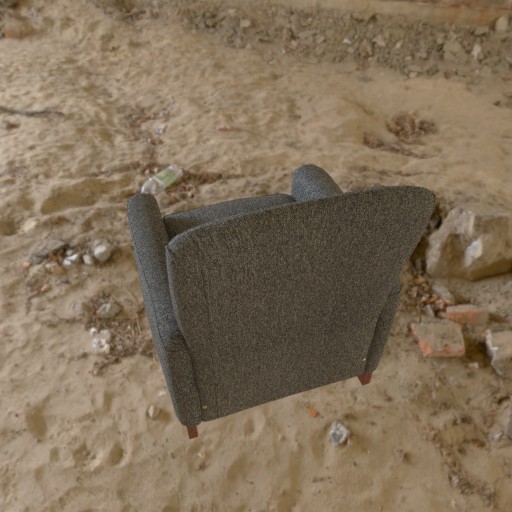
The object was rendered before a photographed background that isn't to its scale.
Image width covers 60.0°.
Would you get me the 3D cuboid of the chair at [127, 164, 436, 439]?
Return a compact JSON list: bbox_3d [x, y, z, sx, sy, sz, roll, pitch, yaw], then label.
[{"bbox_3d":[0.000,0.000,1.624,0.848,1.014,0.864,-12,43,-14],"label":"chair"}]
